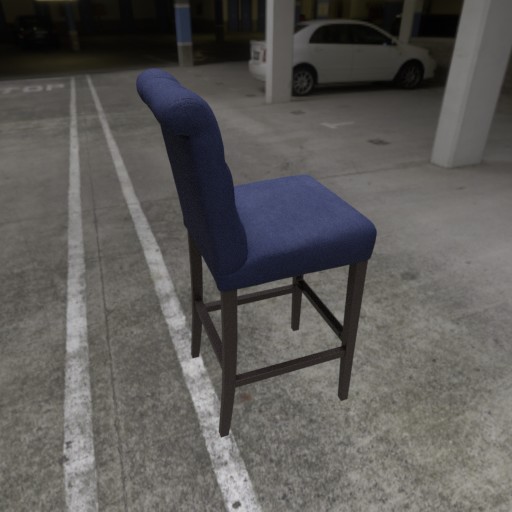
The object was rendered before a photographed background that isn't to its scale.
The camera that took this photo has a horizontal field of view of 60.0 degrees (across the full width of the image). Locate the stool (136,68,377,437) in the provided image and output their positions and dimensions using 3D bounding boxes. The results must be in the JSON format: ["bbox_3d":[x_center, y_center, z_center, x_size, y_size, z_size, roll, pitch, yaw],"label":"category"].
[{"bbox_3d":[0.000,0.000,1.486,0.601,1.140,0.493,-11,33,-18],"label":"stool"}]
